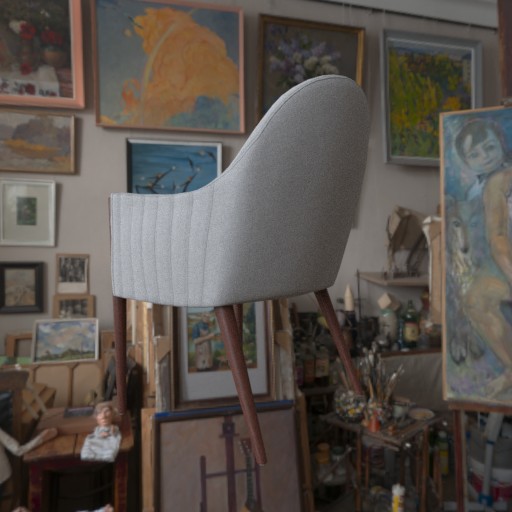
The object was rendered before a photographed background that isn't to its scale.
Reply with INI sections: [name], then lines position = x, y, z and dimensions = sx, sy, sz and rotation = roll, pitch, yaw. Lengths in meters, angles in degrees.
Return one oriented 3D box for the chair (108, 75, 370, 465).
[chair]
position = 0.000, 0.000, 1.297
dimensions = 0.620, 0.889, 0.610
rotation = 1, 2, 36
